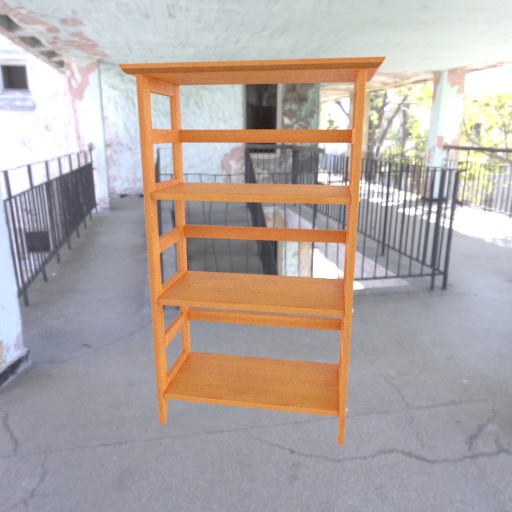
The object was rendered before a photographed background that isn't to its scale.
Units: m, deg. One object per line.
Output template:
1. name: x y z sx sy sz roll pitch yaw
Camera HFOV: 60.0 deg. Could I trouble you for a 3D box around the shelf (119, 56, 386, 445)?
1. shelf: 0.000 0.000 1.362 0.660 1.067 0.305 3 16 9
